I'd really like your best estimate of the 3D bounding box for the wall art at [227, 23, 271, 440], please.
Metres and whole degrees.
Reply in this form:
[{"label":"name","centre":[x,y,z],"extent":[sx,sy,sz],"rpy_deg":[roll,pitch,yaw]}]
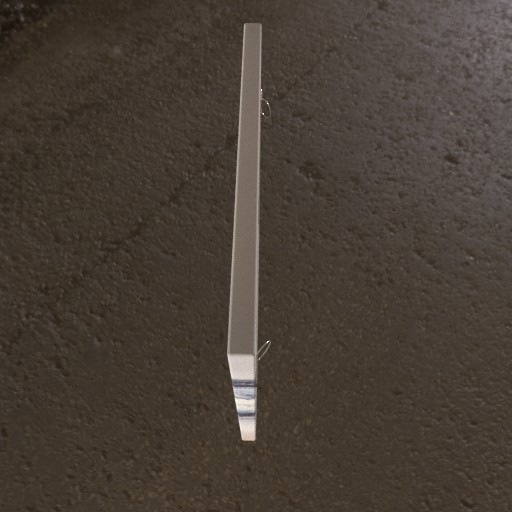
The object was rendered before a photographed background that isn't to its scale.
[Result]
[{"label":"wall art","centre":[0.000,0.000,1.107],"extent":[0.065,0.747,0.755],"rpy_deg":[1,59,0]}]
